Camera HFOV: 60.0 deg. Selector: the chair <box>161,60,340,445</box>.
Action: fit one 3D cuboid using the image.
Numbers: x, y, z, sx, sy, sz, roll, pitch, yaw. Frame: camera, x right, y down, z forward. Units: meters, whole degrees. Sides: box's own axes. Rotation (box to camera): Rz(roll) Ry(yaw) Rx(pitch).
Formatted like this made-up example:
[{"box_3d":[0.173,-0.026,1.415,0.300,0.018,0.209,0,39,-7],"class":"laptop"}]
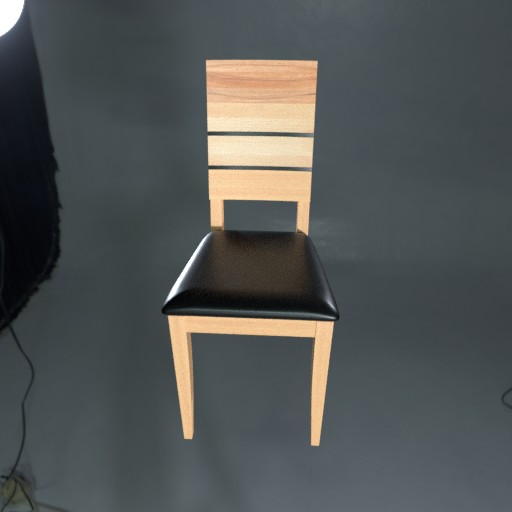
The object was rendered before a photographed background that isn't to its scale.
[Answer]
[{"box_3d":[0.000,0.000,1.224,0.410,0.940,0.520,2,31,3],"class":"chair"}]
